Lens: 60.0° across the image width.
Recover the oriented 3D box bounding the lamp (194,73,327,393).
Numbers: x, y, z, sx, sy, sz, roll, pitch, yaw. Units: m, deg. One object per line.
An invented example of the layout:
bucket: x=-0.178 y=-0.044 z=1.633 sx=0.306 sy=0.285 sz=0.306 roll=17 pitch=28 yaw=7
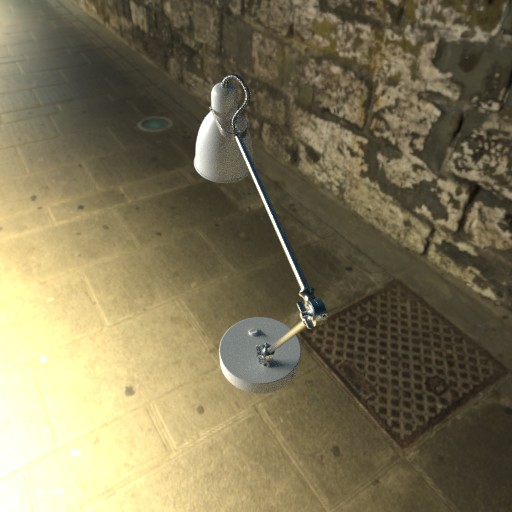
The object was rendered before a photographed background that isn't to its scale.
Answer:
lamp: x=0.000 y=0.000 z=0.865 sx=0.187 sy=0.587 sz=0.561 roll=-12 pitch=43 yaw=-14
